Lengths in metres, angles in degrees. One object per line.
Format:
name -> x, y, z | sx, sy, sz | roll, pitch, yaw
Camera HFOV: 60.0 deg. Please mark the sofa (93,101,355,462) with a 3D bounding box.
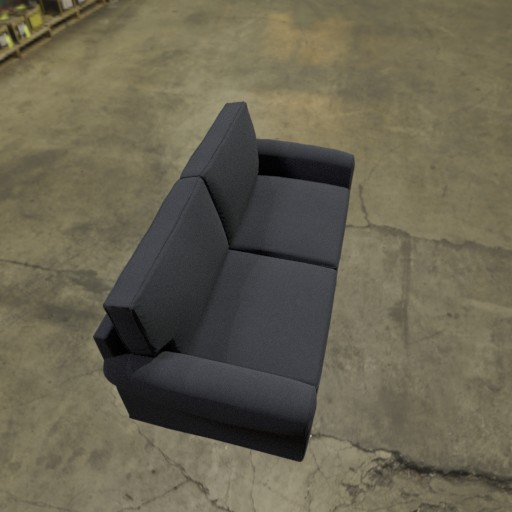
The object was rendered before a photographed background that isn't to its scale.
sofa -> 0.000, 0.000, 2.555 | 0.951, 1.031, 2.009 | 10, 47, 10
